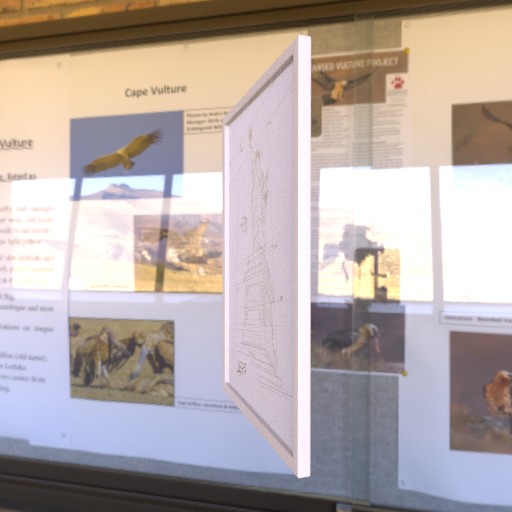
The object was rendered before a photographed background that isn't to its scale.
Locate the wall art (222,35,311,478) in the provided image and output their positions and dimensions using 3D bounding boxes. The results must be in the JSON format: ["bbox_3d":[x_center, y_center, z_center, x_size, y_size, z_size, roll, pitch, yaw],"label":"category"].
[{"bbox_3d":[0.000,0.000,1.566,0.038,1.183,0.808,0,1,-19],"label":"wall art"}]
